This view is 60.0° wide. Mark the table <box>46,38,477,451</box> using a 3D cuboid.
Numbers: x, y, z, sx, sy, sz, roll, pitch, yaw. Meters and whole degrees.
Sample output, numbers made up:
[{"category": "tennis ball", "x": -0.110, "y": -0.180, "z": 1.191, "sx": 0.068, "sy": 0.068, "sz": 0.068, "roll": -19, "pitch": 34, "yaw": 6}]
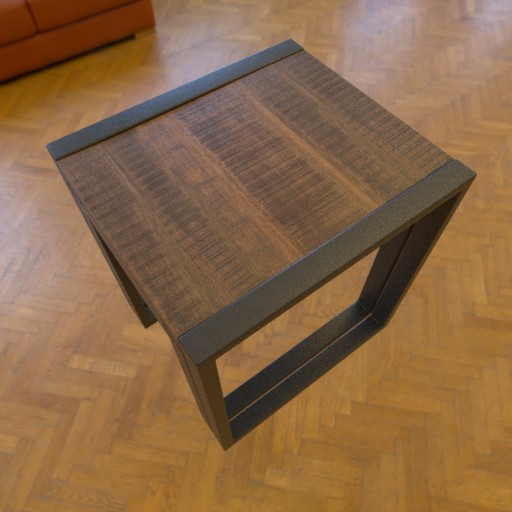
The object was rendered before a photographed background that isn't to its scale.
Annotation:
[{"category": "table", "x": 0.000, "y": 0.000, "z": 0.913, "sx": 0.500, "sy": 0.550, "sz": 0.449, "roll": -32, "pitch": 62, "yaw": -19}]
